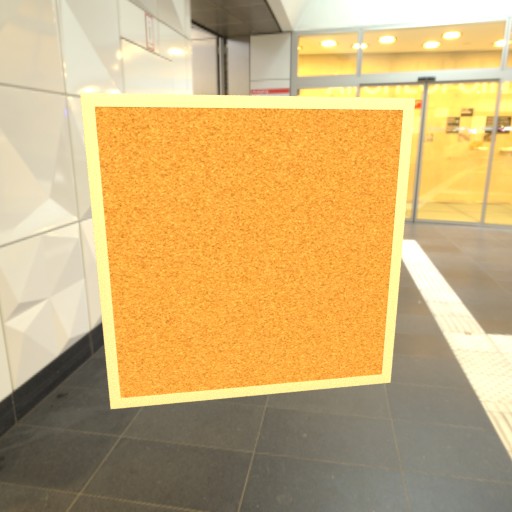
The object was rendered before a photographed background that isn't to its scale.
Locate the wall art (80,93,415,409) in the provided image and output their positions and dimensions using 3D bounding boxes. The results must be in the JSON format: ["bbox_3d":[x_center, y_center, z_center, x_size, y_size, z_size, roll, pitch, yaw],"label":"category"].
[{"bbox_3d":[0.000,0.000,0.745,0.506,0.505,0.038,-3,15,-9],"label":"wall art"}]
